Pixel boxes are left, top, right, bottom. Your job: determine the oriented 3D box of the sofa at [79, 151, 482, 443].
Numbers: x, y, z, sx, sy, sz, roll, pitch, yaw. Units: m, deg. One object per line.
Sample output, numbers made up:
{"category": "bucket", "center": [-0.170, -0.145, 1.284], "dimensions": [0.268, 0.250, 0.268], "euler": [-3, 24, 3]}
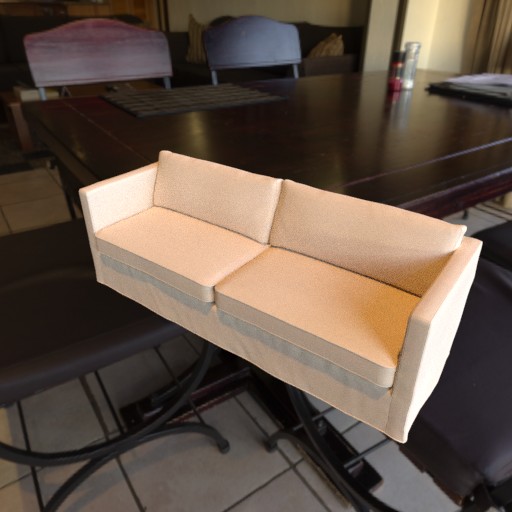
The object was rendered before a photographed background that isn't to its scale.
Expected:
{"category": "sofa", "center": [0.000, 0.000, 3.251], "dimensions": [2.779, 0.999, 1.036], "euler": [21, 36, 31]}
